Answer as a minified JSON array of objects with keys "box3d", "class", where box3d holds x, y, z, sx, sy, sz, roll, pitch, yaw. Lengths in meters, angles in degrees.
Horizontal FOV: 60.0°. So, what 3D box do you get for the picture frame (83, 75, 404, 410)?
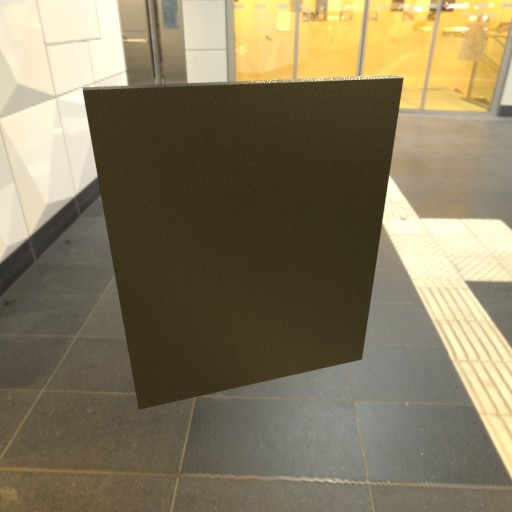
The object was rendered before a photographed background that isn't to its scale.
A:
[{"box3d":[0.000,0.000,0.755,0.460,0.556,0.028,-8,29,-15],"class":"picture frame"}]
